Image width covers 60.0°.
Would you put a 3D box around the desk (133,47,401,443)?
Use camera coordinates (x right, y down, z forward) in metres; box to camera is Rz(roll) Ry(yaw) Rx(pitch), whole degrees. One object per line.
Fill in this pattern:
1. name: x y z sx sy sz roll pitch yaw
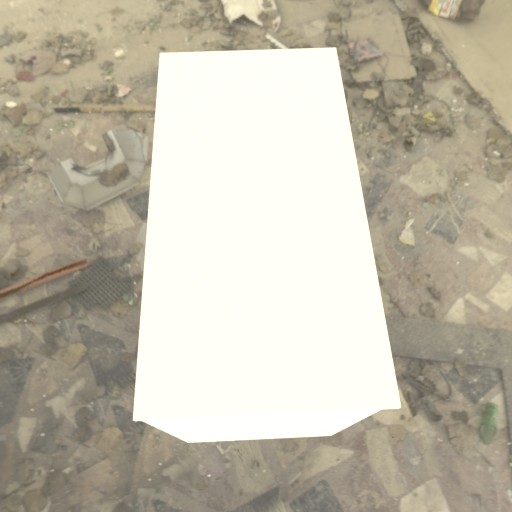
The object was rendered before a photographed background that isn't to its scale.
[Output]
1. desk: 0.000 0.000 1.495 0.560 0.735 1.097 -2 64 -1
